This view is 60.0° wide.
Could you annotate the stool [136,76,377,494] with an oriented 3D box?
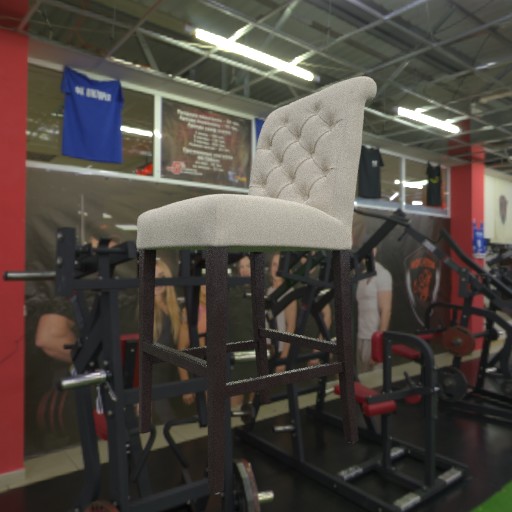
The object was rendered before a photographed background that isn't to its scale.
[{"bbox_3d":[0.000,0.000,1.387,0.610,1.118,0.482,0,0,-36],"label":"stool"}]
